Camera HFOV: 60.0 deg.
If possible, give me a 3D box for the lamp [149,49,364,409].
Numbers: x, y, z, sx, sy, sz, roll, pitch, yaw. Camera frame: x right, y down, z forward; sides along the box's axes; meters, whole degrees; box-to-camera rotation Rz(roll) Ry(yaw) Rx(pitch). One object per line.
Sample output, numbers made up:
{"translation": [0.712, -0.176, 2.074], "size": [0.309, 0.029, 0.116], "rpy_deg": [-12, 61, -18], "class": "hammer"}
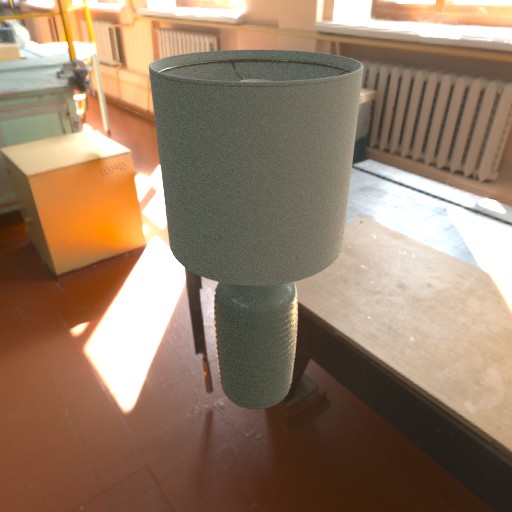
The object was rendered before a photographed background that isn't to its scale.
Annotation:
{"translation": [0.000, 0.000, 0.588], "size": [0.220, 0.475, 0.220], "rpy_deg": [-1, 31, -2], "class": "lamp"}
